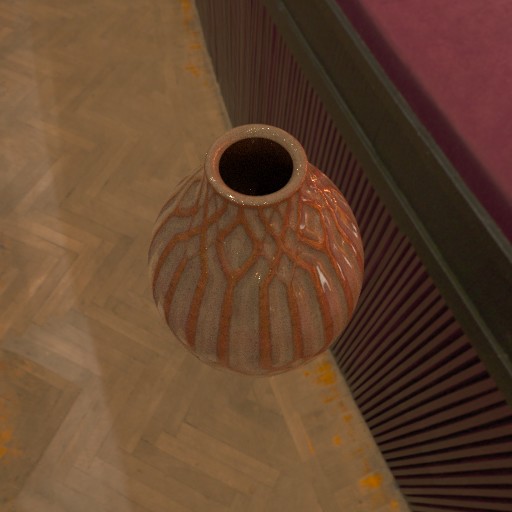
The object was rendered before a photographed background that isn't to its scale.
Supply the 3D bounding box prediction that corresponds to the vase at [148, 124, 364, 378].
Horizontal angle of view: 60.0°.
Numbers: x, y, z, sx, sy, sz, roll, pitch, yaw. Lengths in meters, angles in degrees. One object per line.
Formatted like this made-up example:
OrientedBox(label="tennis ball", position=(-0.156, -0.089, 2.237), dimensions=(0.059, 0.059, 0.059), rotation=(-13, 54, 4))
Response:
OrientedBox(label="vase", position=(0.000, 0.000, 0.265), dimensions=(0.131, 0.175, 0.131), rotation=(0, 63, 0))
